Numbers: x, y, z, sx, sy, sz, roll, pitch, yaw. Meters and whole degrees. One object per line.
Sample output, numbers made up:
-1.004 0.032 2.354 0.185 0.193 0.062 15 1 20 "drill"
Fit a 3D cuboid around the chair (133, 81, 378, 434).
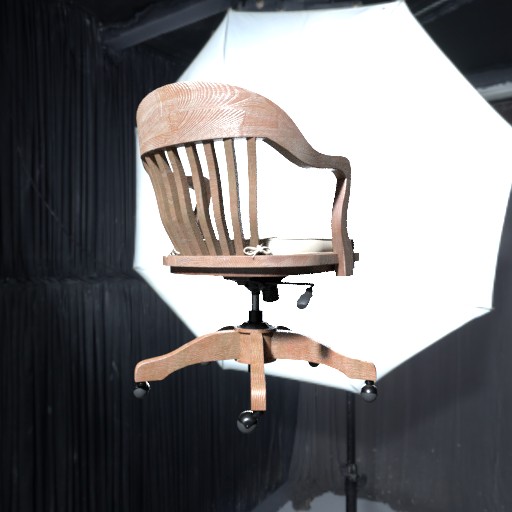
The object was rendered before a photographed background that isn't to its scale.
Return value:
0.000 0.000 1.455 0.750 0.878 0.788 0 0 35 "chair"
